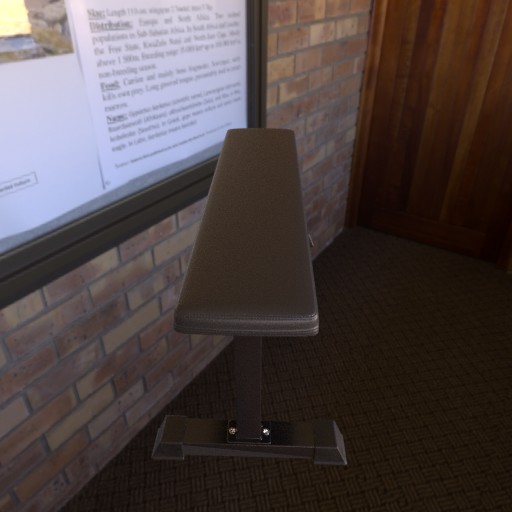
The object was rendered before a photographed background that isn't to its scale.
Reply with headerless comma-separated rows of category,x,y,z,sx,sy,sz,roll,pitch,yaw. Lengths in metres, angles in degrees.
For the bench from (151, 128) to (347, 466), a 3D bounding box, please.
bench,0.000,0.000,1.300,0.439,0.453,1.072,1,32,2
